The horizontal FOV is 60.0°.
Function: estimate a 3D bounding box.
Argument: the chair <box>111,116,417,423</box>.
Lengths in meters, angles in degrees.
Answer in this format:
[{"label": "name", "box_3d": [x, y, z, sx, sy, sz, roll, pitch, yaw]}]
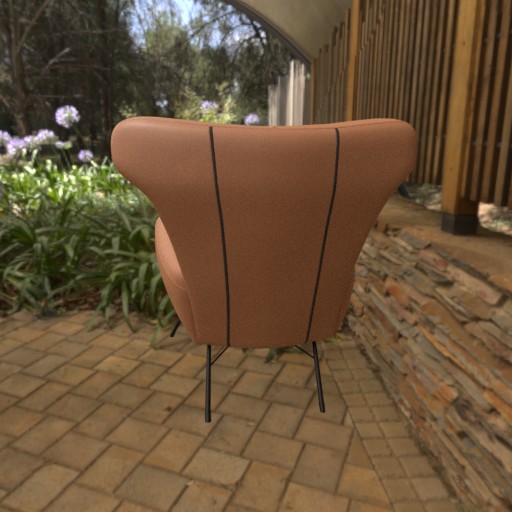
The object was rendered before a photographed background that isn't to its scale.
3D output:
[{"label": "chair", "box_3d": [0.000, 0.000, 1.805, 0.980, 1.050, 0.900, -2, 14, -8]}]
